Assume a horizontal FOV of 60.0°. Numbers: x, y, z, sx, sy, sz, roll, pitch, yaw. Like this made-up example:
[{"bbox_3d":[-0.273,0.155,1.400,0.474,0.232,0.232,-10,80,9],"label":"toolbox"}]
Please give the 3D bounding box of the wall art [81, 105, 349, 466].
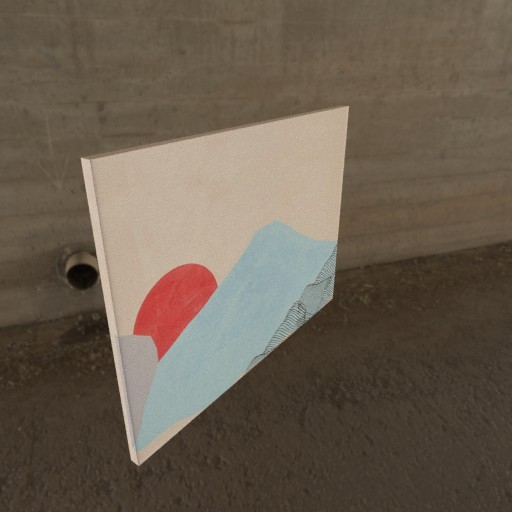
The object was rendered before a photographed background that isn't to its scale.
[{"bbox_3d":[0.000,0.000,1.578,0.042,0.912,1.219,17,30,33],"label":"wall art"}]
